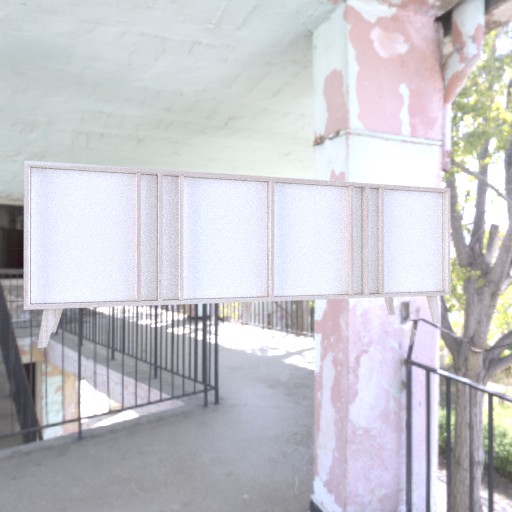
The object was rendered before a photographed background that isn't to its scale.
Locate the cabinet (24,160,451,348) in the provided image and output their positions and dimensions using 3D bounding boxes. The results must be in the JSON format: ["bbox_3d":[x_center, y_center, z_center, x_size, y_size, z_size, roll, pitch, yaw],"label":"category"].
[{"bbox_3d":[0.000,0.000,2.424,2.200,0.780,0.500,0,0,-19],"label":"cabinet"}]
